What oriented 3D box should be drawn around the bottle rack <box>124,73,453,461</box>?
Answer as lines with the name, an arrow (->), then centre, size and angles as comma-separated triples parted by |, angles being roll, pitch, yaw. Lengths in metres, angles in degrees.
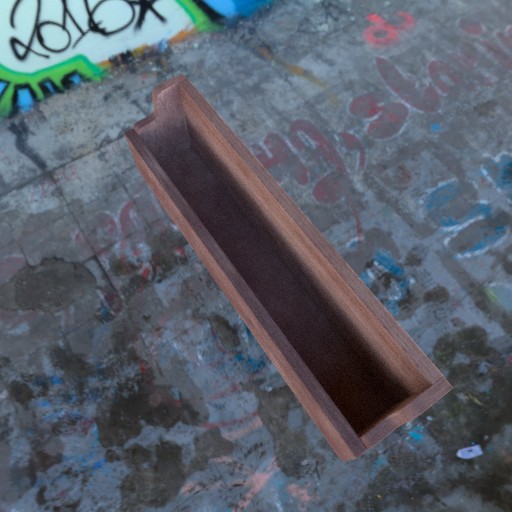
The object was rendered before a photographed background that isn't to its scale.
bottle rack -> 0.000, 0.000, 0.685 | 0.126, 0.196, 0.608 | -31, 68, -15
